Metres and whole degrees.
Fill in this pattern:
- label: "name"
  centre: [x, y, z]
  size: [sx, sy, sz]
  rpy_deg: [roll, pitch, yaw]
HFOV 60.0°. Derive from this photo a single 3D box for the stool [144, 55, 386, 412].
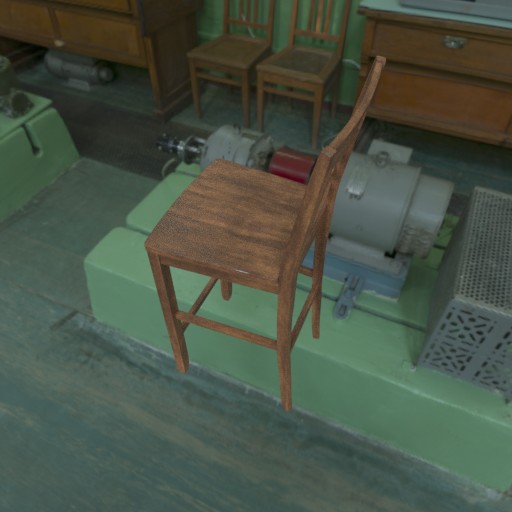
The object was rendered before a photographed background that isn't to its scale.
- label: "stool"
  centre: [0.000, 0.000, 1.341]
  size: [0.487, 1.105, 0.433]
  rpy_deg: [18, 49, 16]
